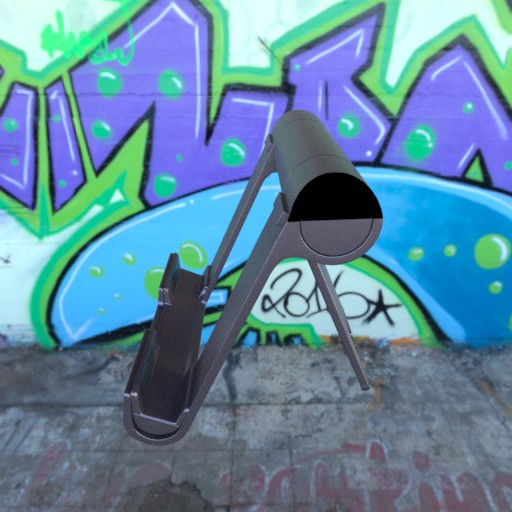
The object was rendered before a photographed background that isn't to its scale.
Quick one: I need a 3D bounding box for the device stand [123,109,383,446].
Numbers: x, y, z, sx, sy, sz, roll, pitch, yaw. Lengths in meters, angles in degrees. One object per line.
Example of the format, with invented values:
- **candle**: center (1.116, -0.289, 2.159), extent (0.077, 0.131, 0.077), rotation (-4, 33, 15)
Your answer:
- **device stand**: center (0.000, 0.000, 0.154), extent (0.079, 0.084, 0.088), rotation (0, 28, -1)
